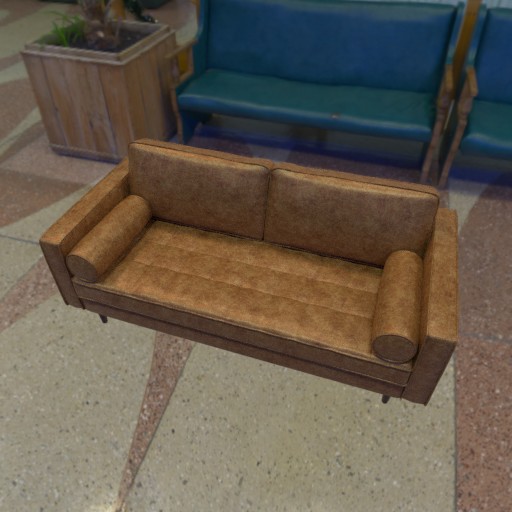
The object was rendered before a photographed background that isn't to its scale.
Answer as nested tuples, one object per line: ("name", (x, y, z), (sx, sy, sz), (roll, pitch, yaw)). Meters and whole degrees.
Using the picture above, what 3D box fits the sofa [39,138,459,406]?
("sofa", (0.000, 0.000, 2.325), (1.920, 0.825, 0.924), (13, 43, 14))
